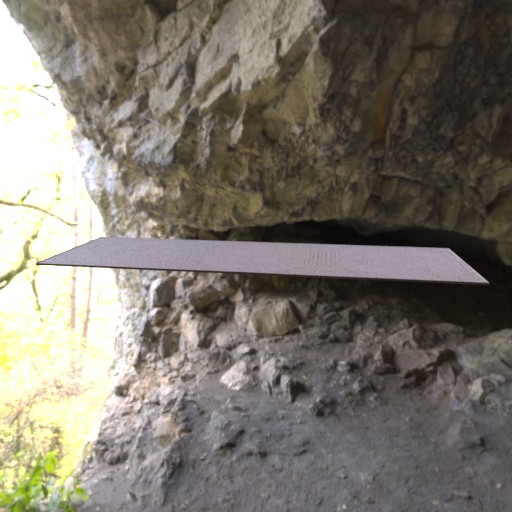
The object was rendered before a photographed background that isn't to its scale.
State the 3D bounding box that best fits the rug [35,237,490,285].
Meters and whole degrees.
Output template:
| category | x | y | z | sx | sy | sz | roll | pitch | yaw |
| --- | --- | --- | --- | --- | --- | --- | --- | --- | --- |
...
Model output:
| category | x | y | z | sx | sy | sz | roll | pitch | yaw |
| --- | --- | --- | --- | --- | --- | --- | --- | --- | --- |
| rug | 0.000 | 0.000 | 2.733 | 2.452 | 0.012 | 0.775 | 2 | 14 | 9 |
